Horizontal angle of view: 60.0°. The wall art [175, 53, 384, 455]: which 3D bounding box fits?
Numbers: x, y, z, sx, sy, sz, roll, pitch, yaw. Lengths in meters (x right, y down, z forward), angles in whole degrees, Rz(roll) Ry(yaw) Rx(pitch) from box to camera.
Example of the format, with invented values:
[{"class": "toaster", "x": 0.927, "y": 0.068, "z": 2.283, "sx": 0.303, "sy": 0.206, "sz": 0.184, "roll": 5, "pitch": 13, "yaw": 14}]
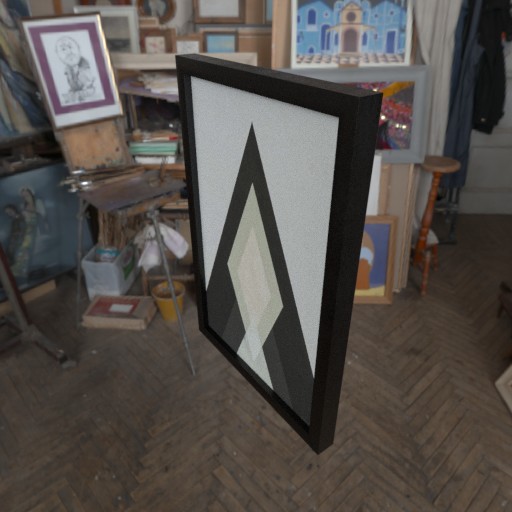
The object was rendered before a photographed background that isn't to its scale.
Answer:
[{"class": "wall art", "x": 0.000, "y": 0.000, "z": 0.584, "sx": 0.031, "sy": 0.457, "sz": 0.313, "roll": -21, "pitch": 37, "yaw": -31}]
